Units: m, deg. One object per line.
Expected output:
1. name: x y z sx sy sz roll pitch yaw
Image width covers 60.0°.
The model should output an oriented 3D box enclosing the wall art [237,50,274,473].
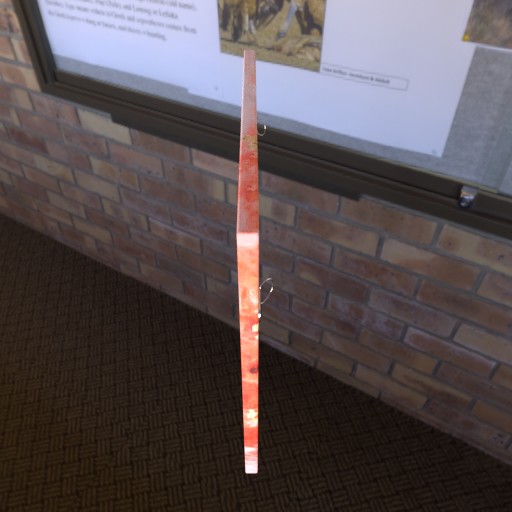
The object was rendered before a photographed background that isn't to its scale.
1. wall art: 0.000 0.000 1.296 0.066 0.878 0.878 0 42 0
